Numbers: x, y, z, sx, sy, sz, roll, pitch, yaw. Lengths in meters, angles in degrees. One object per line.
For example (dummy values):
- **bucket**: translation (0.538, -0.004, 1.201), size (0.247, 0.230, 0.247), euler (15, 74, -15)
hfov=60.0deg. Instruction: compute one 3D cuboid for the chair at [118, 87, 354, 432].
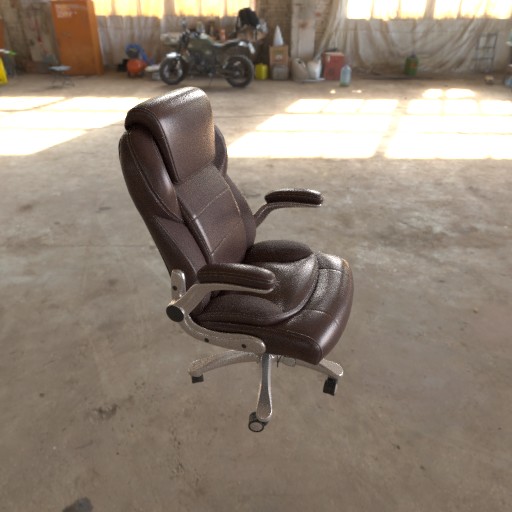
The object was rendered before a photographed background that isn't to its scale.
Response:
- **chair**: translation (0.000, 0.000, 1.709), size (0.774, 1.160, 0.733), euler (10, 32, 17)
